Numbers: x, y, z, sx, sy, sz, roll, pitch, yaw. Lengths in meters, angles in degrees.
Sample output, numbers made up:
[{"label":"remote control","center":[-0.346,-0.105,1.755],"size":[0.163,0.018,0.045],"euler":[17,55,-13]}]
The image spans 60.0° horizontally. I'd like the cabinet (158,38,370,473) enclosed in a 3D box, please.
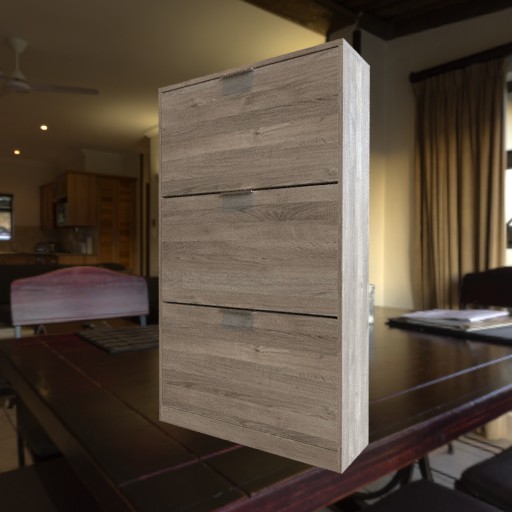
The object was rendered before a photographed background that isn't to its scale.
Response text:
[{"label":"cabinet","center":[0.000,0.000,1.599],"size":[0.750,1.280,0.250],"euler":[1,1,33]}]
